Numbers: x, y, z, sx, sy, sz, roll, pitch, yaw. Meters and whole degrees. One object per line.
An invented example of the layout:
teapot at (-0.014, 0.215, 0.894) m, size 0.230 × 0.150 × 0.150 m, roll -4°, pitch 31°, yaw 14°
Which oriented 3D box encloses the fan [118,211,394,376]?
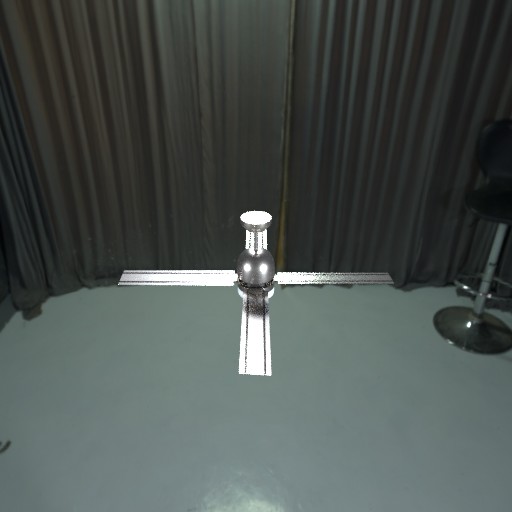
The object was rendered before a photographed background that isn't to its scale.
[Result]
fan at (0.000, 0.000, 2.147) m, size 1.346 × 0.406 × 1.346 m, roll -1°, pitch 29°, yaw -1°
